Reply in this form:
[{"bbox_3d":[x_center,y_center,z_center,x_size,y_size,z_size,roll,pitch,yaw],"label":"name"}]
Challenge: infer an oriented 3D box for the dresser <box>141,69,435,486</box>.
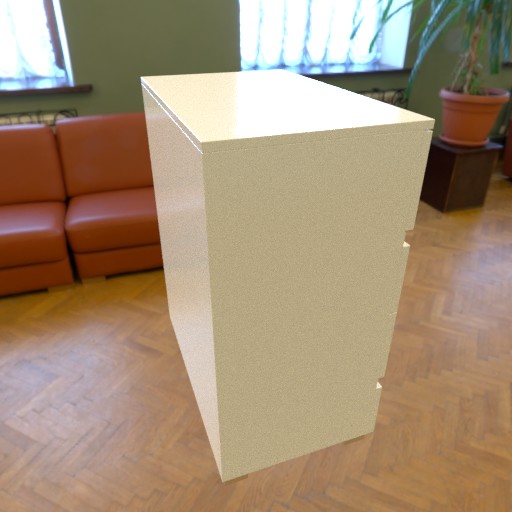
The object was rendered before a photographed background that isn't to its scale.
[{"bbox_3d":[0.000,0.000,1.144,0.400,0.800,0.650,-10,32,-17],"label":"dresser"}]
